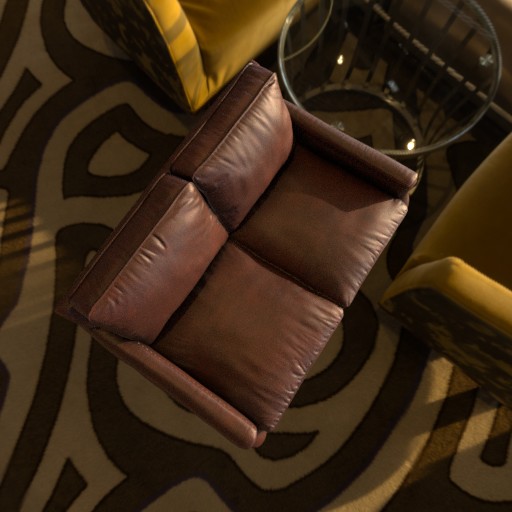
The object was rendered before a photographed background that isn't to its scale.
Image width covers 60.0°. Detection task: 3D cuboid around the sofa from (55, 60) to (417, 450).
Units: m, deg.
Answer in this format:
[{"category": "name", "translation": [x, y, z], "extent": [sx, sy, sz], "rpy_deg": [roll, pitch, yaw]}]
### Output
[{"category": "sofa", "translation": [0.000, 0.000, 2.291], "extent": [1.083, 1.003, 1.628], "rpy_deg": [33, 77, 8]}]
